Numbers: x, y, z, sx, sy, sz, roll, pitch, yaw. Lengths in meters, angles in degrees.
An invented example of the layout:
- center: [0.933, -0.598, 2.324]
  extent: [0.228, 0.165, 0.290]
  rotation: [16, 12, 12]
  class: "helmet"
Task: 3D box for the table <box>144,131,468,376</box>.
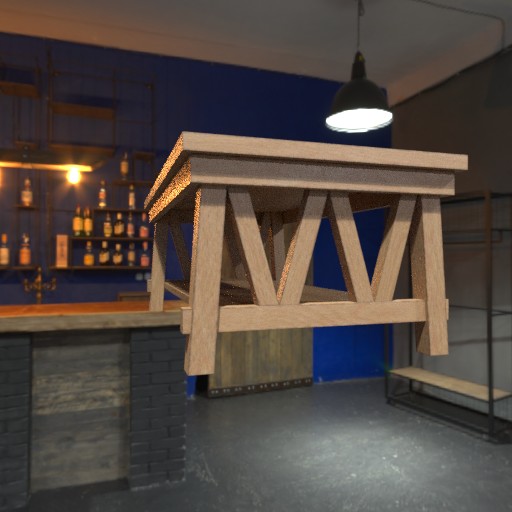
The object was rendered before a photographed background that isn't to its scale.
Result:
- center: [0.000, 0.000, 1.608]
  extent: [0.711, 0.507, 1.270]
  rotation: [0, 0, -17]
  class: "table"
